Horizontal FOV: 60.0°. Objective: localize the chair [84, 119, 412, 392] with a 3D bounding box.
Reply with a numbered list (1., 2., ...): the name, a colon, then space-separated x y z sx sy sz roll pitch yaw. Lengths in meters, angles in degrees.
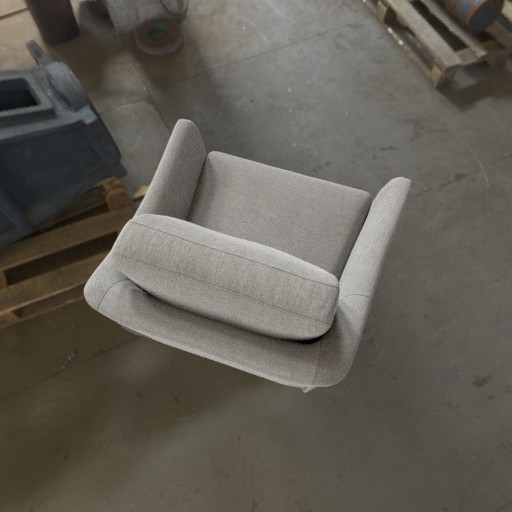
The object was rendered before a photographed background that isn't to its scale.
1. chair: 0.000 0.000 1.713 0.986 0.902 0.961 17 64 8
